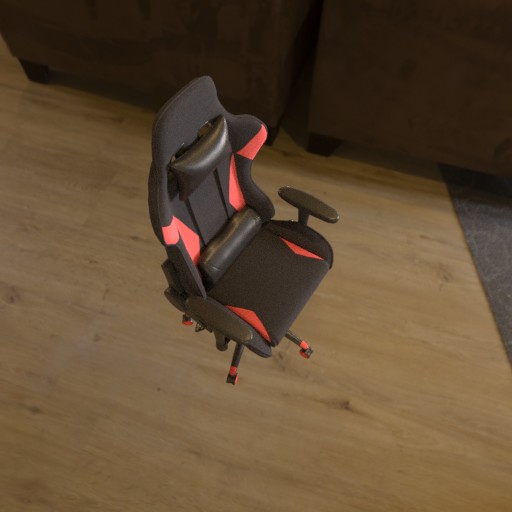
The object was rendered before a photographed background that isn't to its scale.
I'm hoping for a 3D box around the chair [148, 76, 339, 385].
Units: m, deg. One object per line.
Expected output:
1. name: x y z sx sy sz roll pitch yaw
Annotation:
1. chair: 0.000 0.000 1.746 0.658 1.326 0.695 30 63 17
